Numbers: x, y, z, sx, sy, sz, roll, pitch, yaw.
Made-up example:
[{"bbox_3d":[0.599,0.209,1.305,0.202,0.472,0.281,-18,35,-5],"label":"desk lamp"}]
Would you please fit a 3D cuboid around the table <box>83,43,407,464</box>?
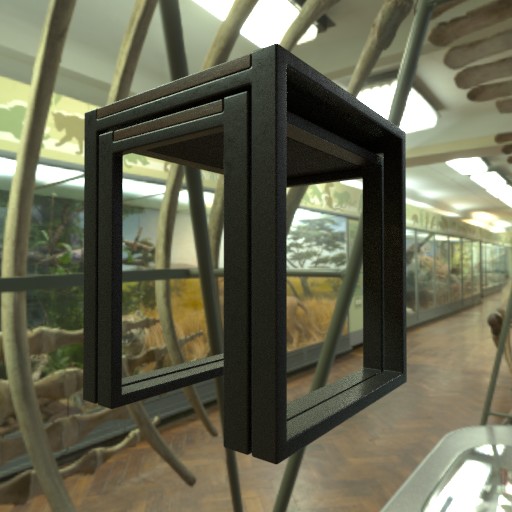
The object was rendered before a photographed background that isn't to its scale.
[{"bbox_3d":[0.000,0.000,0.908,0.449,0.550,0.500,-1,-1,37],"label":"table"}]
